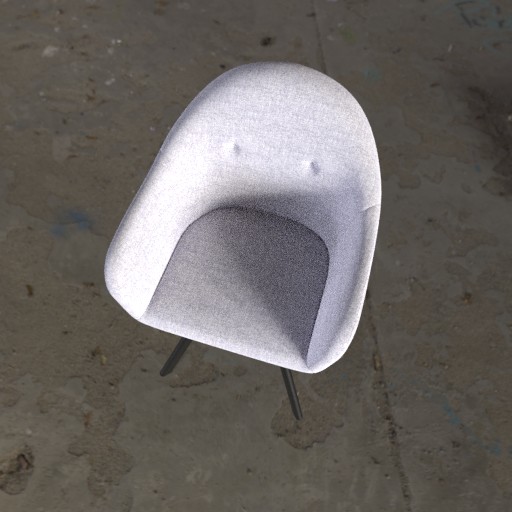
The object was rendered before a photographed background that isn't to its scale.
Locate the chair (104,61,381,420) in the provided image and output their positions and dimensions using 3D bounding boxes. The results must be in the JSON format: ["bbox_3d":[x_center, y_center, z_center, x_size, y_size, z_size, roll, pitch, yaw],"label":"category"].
[{"bbox_3d":[0.000,0.000,1.161,0.540,0.780,0.570,15,60,9],"label":"chair"}]
